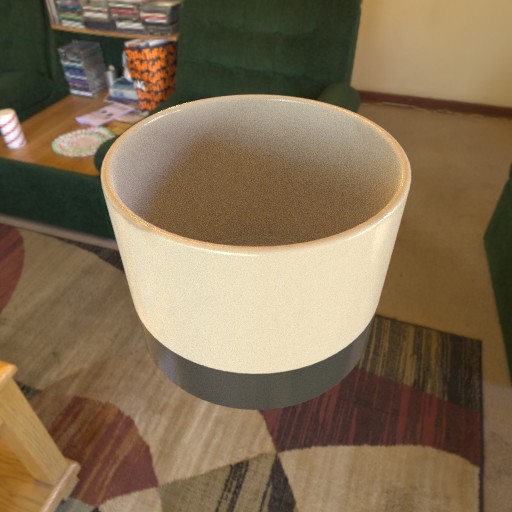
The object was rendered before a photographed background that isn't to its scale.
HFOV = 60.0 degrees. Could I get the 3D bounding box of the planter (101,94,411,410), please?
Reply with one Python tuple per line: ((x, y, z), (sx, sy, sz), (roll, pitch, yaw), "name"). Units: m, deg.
((0.000, 0.000, 0.342), (0.193, 0.177, 0.193), (0, 42, 0), "planter")
